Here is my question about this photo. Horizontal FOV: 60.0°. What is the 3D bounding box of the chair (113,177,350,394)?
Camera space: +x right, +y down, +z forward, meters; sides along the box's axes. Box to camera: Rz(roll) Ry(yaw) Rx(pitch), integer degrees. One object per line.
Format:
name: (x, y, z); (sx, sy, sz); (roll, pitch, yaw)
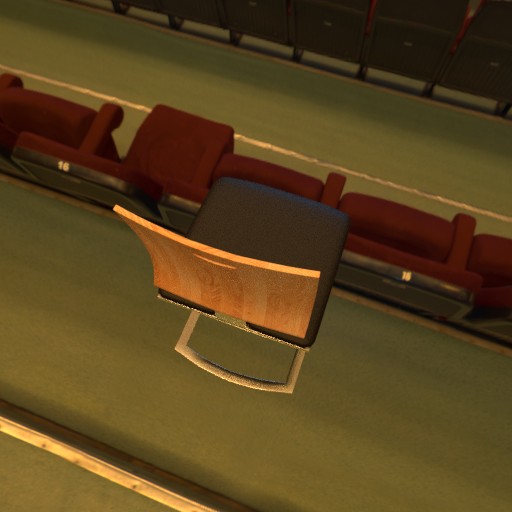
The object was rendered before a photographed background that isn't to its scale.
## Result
chair: (0.000, 0.000, 1.258); (0.462, 0.936, 0.560); (18, 65, 9)
